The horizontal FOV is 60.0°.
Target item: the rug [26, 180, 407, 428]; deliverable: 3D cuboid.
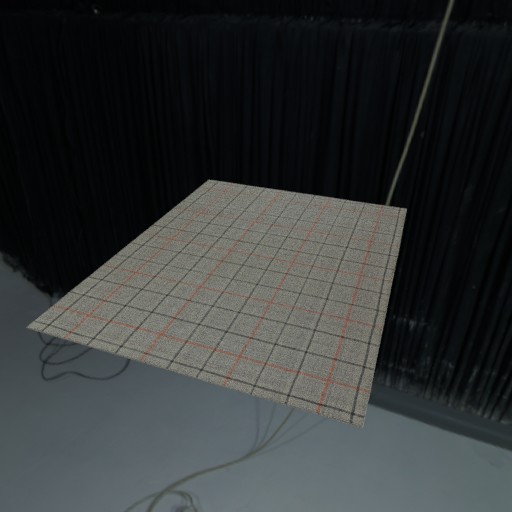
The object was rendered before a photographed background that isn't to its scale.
[{"bbox_3d":[0.000,0.000,4.084,2.444,0.012,3.048,11,33,17],"label":"rug"}]
